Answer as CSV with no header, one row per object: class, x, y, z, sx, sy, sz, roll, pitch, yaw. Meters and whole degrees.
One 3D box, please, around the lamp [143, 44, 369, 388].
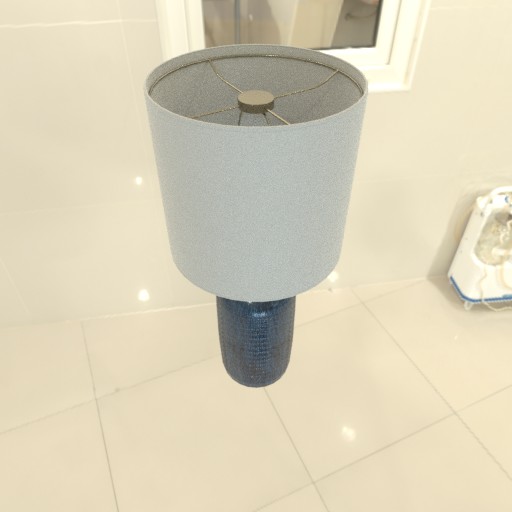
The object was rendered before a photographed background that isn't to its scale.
lamp,0.000,0.000,0.599,0.220,0.475,0.220,-12,43,-13
